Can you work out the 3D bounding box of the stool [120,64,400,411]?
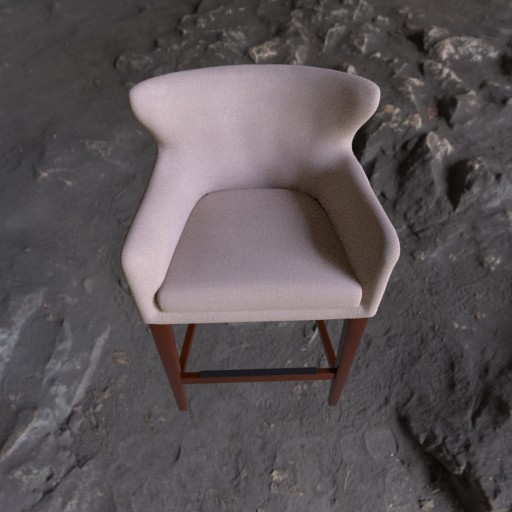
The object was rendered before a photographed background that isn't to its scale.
[{"bbox_3d":[0.000,0.000,1.321,0.601,0.951,0.570,-1,48,-1],"label":"stool"}]
